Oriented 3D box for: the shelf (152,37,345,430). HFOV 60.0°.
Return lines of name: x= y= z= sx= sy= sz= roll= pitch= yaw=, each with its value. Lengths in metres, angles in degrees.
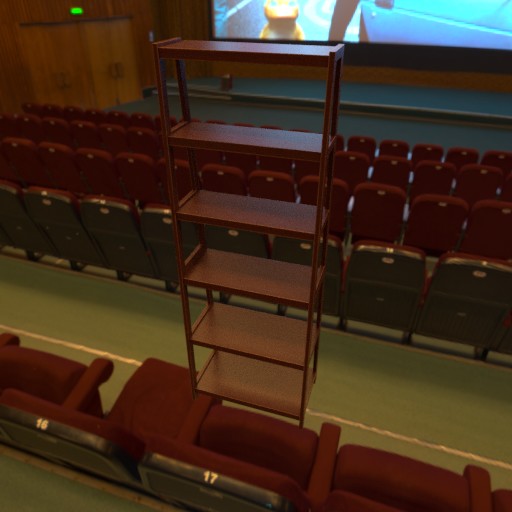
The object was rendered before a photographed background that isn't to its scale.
shelf: x=0.000 y=0.000 z=2.152 sx=0.660 sy=1.892 sz=0.381 roll=10 pitch=34 yaw=15
